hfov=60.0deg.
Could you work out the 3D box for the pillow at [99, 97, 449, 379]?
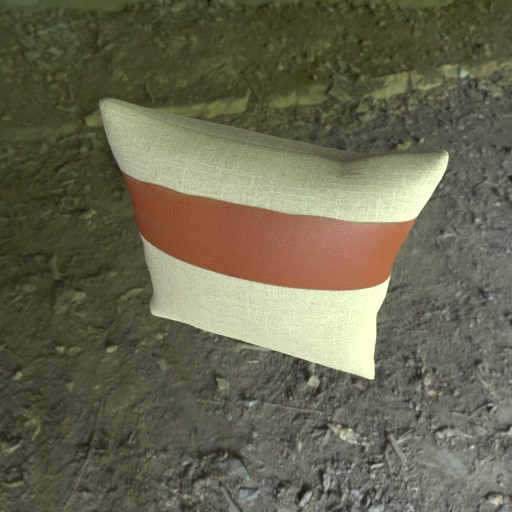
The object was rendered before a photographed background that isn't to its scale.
[{"bbox_3d":[0.000,0.000,0.627,0.414,0.399,0.173,14,43,15],"label":"pillow"}]
